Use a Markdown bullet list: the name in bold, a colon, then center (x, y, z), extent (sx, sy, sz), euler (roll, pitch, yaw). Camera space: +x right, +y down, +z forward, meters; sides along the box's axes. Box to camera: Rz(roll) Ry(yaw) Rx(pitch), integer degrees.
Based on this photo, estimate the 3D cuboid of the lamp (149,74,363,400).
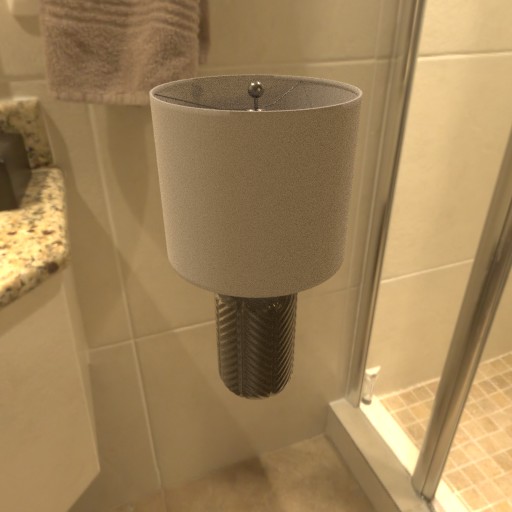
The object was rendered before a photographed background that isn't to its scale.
- **lamp**: center (0.000, 0.000, 0.524), extent (0.203, 0.389, 0.203), euler (17, 34, 27)
